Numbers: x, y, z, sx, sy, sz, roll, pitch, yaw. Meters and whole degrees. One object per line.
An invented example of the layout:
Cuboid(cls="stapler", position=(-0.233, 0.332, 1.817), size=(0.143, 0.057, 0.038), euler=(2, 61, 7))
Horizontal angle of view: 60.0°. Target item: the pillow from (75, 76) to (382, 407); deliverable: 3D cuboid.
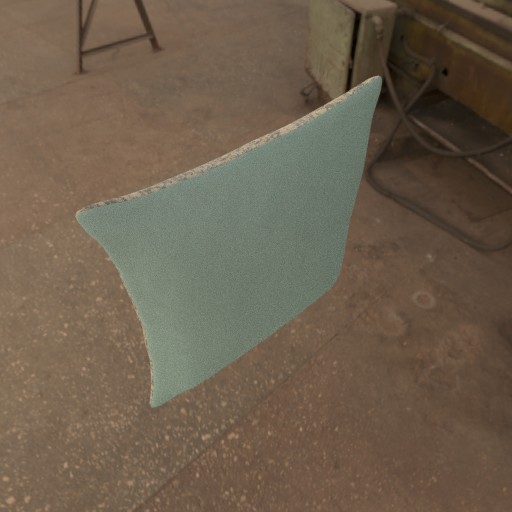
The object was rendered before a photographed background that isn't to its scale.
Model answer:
Cuboid(cls="pillow", position=(0.000, 0.000, 0.788), size=(0.526, 0.507, 0.166), euler=(-32, 55, -26))
